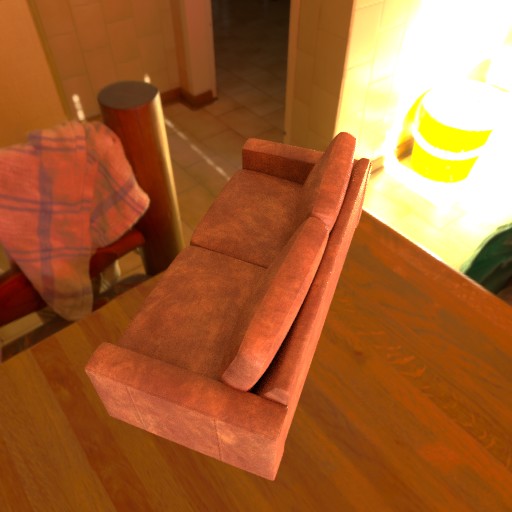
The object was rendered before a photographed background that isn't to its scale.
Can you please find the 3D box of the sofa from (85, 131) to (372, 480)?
[{"bbox_3d":[0.000,0.000,2.769,1.016,0.873,2.179,15,48,14],"label":"sofa"}]
